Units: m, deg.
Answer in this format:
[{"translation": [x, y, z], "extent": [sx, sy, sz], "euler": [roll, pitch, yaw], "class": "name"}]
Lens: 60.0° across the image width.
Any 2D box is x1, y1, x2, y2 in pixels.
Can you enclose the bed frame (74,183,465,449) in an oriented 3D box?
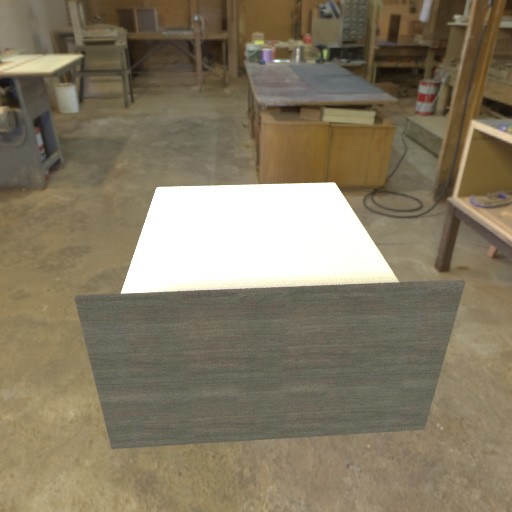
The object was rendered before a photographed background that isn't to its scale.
[{"translation": [0.000, 0.000, 2.599], "extent": [1.400, 0.800, 1.900], "euler": [-2, 30, -4], "class": "bed frame"}]
